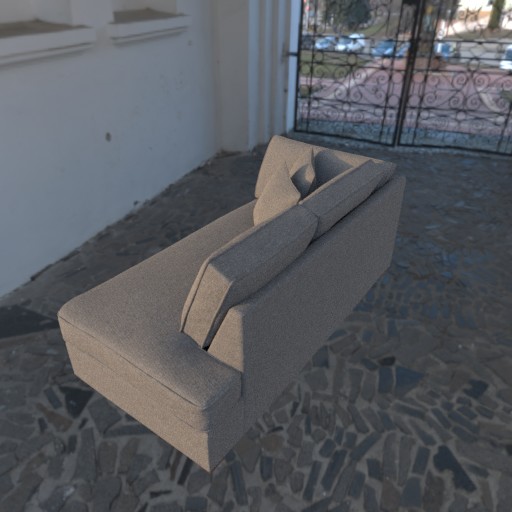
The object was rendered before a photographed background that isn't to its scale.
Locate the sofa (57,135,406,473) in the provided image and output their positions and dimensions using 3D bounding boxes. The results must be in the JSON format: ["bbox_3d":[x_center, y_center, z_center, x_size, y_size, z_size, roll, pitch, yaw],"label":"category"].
[{"bbox_3d":[0.000,0.000,2.842,1.110,1.033,2.237,21,37,30],"label":"sofa"}]
